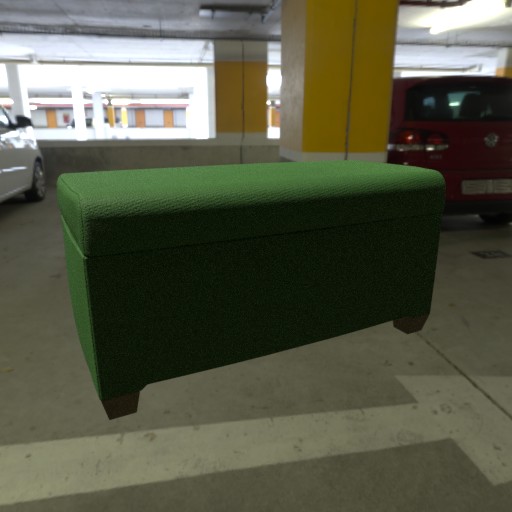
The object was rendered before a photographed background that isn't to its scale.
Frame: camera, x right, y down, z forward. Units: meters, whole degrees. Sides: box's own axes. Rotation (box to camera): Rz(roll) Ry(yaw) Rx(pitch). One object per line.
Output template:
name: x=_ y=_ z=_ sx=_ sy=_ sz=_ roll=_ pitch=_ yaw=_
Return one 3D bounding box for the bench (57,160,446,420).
bench: x=0.000 y=0.000 z=1.266 sx=0.989 sy=0.501 sz=0.505 roll=-9 pitch=19 yaw=-26
